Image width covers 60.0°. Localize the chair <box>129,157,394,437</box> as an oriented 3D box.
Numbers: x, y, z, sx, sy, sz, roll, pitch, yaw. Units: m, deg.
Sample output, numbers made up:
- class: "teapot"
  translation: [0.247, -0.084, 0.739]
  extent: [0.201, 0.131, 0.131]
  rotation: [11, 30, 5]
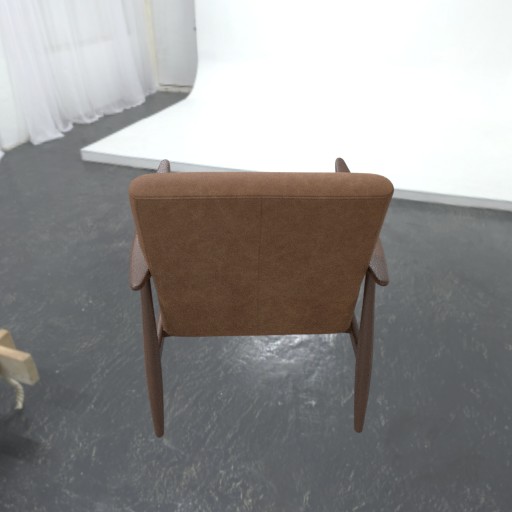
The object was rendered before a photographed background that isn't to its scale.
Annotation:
- class: "chair"
  translation: [0.000, 0.000, 1.446]
  extent: [0.741, 0.832, 0.798]
  rotation: [-1, 32, -2]
